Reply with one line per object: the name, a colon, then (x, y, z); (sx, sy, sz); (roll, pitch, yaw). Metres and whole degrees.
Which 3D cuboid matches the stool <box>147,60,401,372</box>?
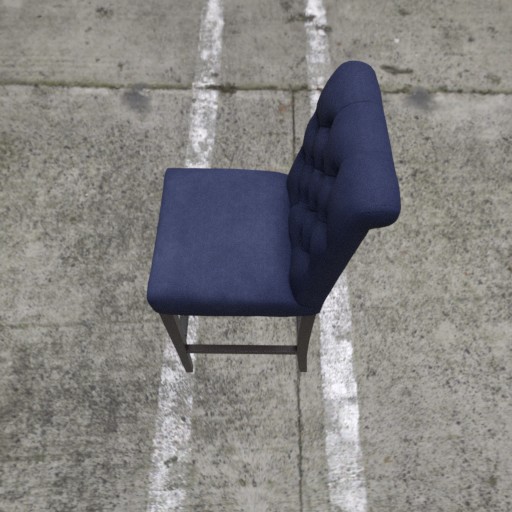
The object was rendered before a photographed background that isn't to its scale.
stool: (0.000, 0.000, 1.456); (0.601, 1.140, 0.493); (1, 59, 0)
